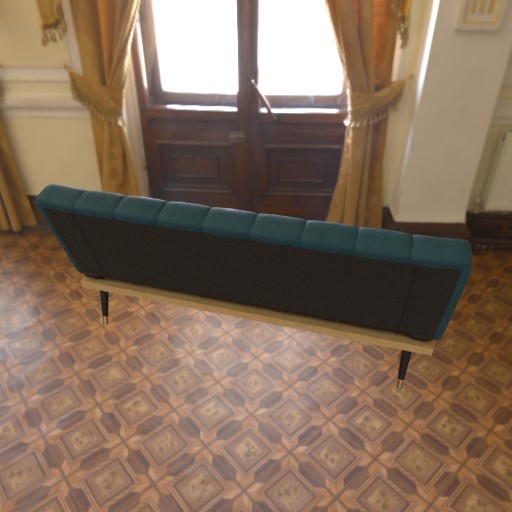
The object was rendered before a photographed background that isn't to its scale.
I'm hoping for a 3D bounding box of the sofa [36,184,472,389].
[{"bbox_3d":[0.000,0.000,2.270,1.810,0.825,0.830,9,33,14],"label":"sofa"}]
